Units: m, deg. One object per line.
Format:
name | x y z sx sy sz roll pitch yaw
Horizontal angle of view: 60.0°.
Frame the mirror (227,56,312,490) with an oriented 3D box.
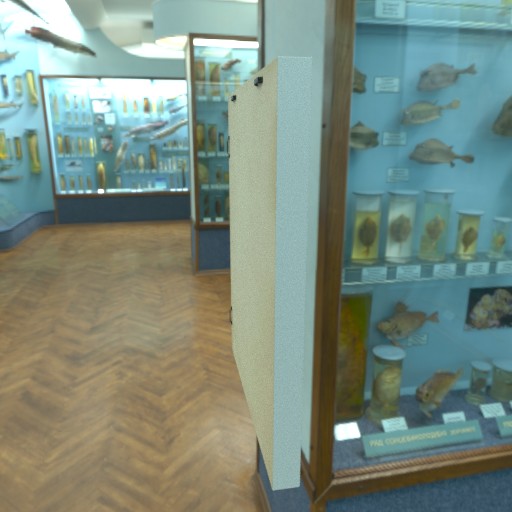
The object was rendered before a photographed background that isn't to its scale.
mirror | 0.000 0.000 0.692 0.041 0.509 0.406 -3 15 -10
